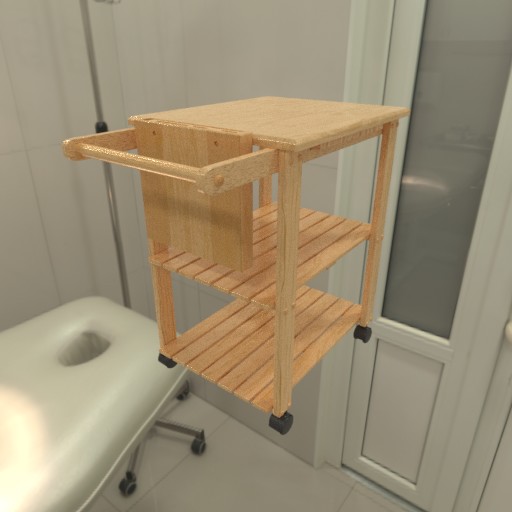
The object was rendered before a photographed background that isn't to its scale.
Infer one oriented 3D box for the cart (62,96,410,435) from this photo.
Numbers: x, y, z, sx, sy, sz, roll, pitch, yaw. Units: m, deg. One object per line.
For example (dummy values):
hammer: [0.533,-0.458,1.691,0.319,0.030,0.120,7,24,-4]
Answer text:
cart: [0.000,0.000,1.322,0.520,0.816,0.843,18,31,33]
